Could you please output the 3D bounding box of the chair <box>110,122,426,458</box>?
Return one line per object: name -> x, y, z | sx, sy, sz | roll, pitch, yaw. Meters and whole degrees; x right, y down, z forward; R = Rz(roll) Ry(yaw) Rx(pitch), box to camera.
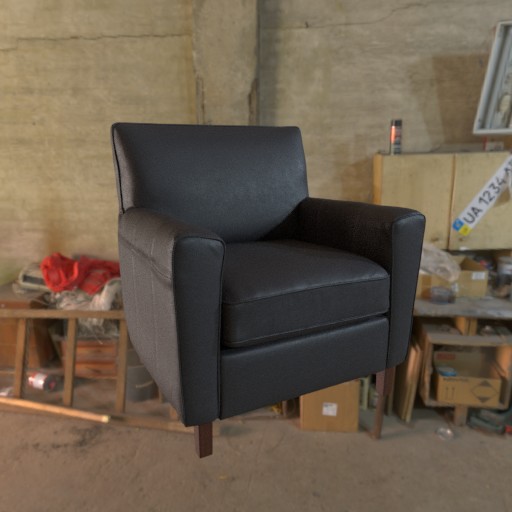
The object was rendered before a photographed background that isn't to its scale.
chair -> 0.000, 0.000, 1.608 | 0.870, 0.943, 0.825 | -7, 16, -27
